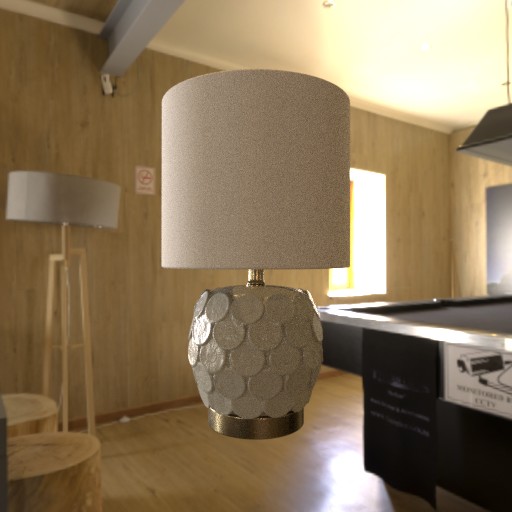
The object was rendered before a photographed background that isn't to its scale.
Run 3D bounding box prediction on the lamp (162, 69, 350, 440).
[{"bbox_3d":[0.000,0.000,0.610,0.254,0.452,0.254,0,0,0],"label":"lamp"}]
